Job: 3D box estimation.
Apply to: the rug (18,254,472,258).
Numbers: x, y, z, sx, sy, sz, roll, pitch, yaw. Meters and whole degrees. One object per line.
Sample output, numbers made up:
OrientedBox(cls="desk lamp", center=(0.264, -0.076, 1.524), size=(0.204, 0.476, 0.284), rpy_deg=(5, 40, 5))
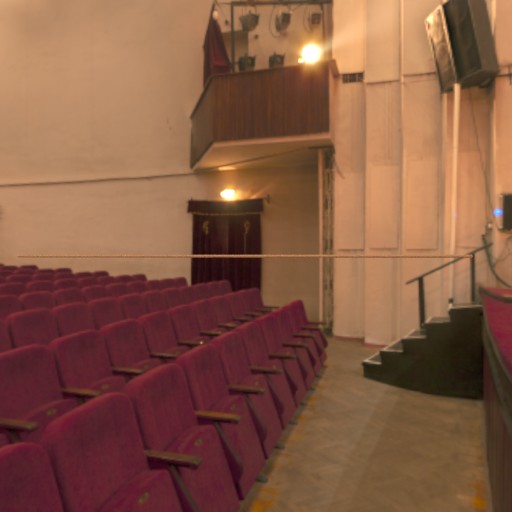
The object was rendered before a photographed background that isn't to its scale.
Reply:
OrientedBox(cls="rug", center=(0.000, 0.000, 2.804), size=(2.244, 0.017, 1.532), rpy_deg=(0, 0, 16))
